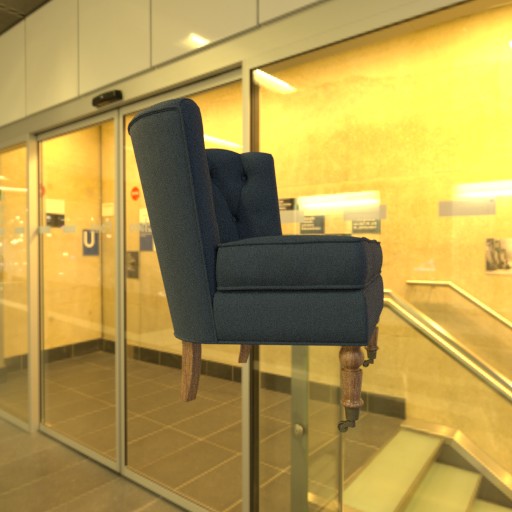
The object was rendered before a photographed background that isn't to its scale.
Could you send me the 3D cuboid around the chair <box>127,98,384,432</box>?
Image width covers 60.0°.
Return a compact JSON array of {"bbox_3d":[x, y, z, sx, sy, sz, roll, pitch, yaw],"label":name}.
[{"bbox_3d":[0.000,0.000,1.347,0.718,0.771,0.740,0,1,19],"label":"chair"}]
